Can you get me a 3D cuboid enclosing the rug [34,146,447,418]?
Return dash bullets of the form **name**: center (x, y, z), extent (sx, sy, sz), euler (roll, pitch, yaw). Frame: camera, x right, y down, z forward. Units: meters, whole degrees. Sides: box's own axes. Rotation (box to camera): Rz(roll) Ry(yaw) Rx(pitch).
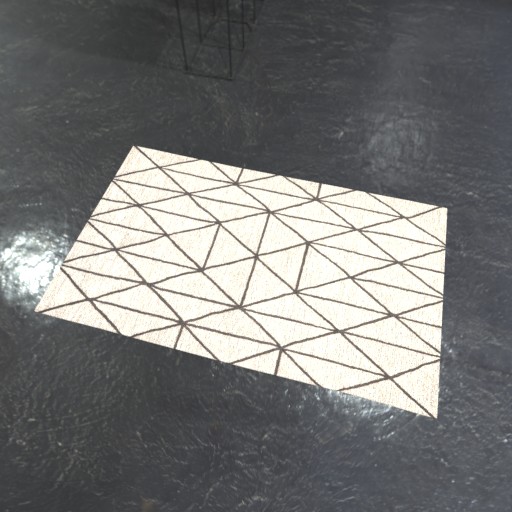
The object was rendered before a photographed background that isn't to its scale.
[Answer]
- **rug**: center (0.000, 0.000, 2.999), extent (2.465, 0.008, 1.526), euler (13, 58, 8)
